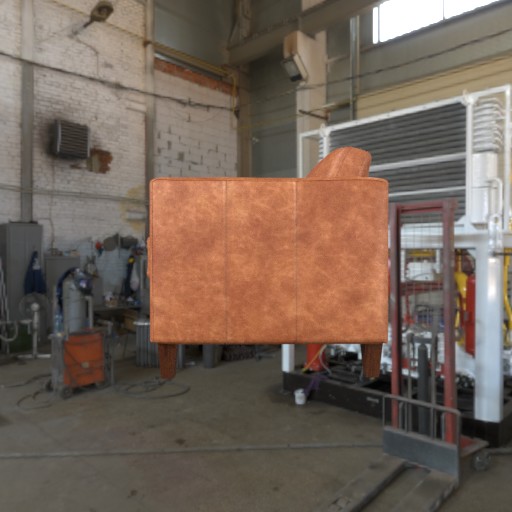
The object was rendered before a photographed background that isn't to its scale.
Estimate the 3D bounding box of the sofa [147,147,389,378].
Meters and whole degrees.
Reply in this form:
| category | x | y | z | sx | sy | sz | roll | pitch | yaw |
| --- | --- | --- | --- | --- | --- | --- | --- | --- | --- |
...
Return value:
| category | x | y | z | sx | sy | sz | roll | pitch | yaw |
| --- | --- | --- | --- | --- | --- | --- | --- | --- | --- |
| sofa | 0.000 | 0.000 | 2.996 | 1.045 | 1.006 | 2.464 | 0 | 0 | -1 |
